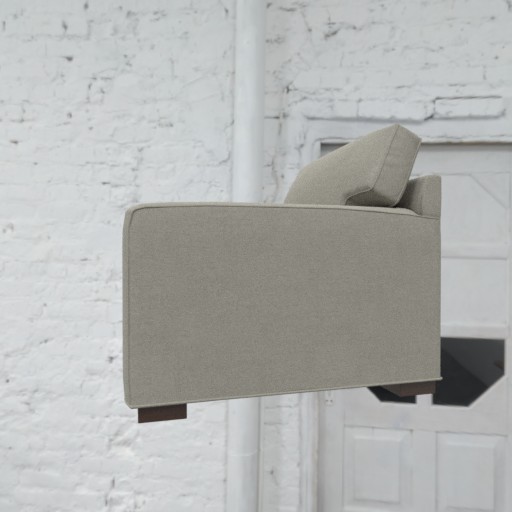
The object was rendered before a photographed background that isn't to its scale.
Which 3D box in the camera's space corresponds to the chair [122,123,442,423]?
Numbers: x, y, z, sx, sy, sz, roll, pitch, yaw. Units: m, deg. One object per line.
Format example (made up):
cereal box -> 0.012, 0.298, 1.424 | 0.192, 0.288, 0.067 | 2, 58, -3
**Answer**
chair -> 0.000, 0.000, 1.837 | 1.044, 0.934, 0.999 | 0, 1, -15
